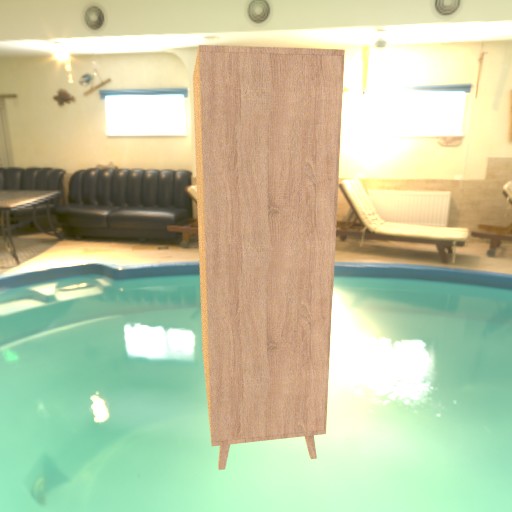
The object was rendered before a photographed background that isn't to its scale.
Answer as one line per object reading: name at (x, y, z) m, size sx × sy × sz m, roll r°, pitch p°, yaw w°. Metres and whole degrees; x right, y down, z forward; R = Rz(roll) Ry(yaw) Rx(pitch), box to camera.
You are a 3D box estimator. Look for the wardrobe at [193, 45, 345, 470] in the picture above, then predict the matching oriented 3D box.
wardrobe at (0.000, 0.000, 2.461) m, size 0.600 × 1.960 × 1.000 m, roll -2°, pitch 16°, yaw -9°
